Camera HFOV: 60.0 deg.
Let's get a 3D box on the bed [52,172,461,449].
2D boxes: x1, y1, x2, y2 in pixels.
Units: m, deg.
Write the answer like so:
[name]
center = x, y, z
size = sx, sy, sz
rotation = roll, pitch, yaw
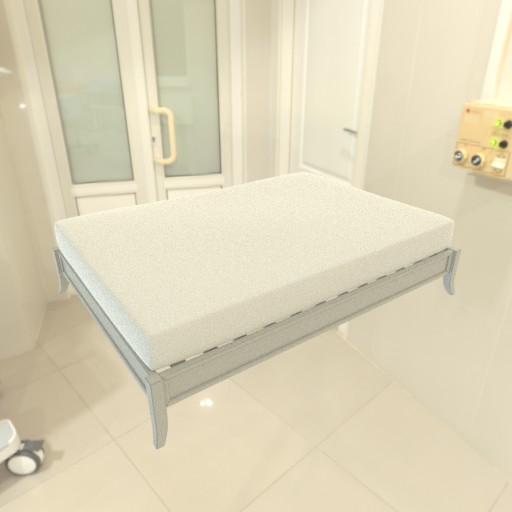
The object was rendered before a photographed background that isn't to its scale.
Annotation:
[bed]
center = 0.000, 0.000, 2.642
size = 1.985, 0.510, 1.460
rotation = -18, 31, -32
